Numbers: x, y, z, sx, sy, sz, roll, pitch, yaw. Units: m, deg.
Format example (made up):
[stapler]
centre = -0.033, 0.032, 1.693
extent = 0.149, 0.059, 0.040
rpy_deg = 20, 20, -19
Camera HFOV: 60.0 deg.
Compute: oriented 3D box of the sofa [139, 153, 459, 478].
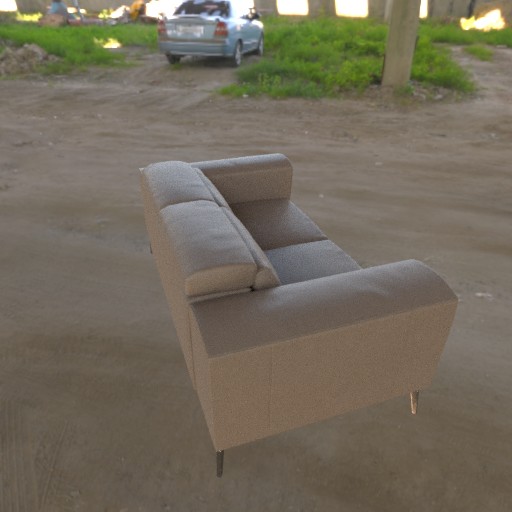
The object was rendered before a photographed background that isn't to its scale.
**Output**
[sofa]
centre = 0.000, 0.000, 2.402
extent = 1.003, 0.779, 1.895
rpy_deg = -10, 32, -17
